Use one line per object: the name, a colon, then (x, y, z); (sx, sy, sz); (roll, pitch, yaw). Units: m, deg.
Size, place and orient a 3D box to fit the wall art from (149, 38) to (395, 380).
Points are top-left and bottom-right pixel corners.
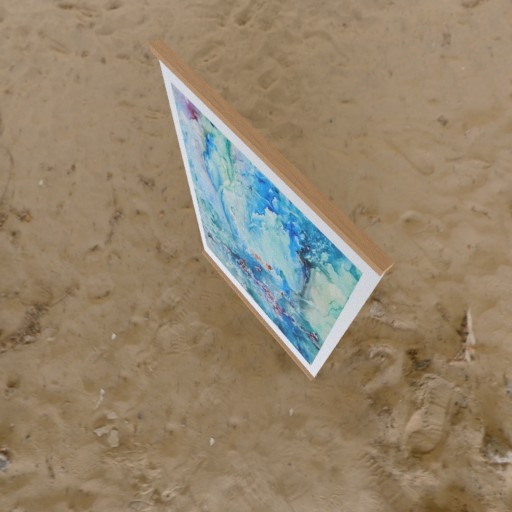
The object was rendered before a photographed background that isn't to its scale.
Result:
wall art: (0.000, 0.000, 1.895); (0.040, 1.510, 0.991); (-37, 70, -16)
